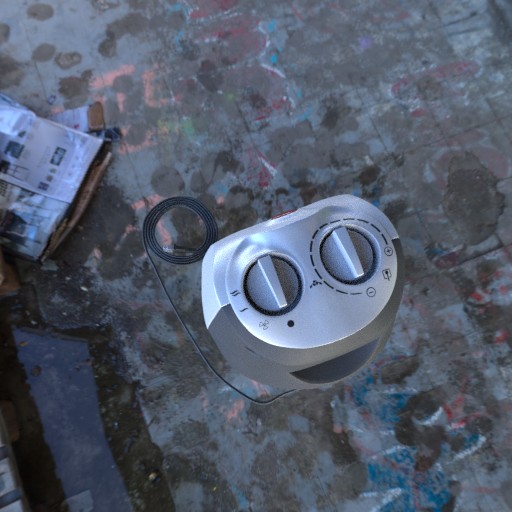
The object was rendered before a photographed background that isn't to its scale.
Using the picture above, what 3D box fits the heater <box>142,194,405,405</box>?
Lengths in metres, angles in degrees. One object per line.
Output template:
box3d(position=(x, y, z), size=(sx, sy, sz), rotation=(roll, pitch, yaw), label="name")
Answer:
box3d(position=(0.000, 0.000, 0.451), size=(0.239, 0.240, 0.291), rotation=(-21, 76, -5), label="heater")
